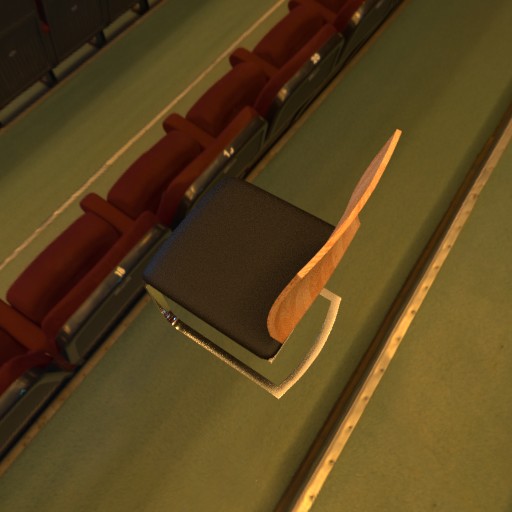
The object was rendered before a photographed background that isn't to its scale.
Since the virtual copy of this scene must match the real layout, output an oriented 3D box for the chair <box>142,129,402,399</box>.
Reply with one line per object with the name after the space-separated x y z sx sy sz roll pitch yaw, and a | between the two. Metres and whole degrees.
0.000 0.000 1.266 0.560 0.936 0.462 31 67 15 | chair
